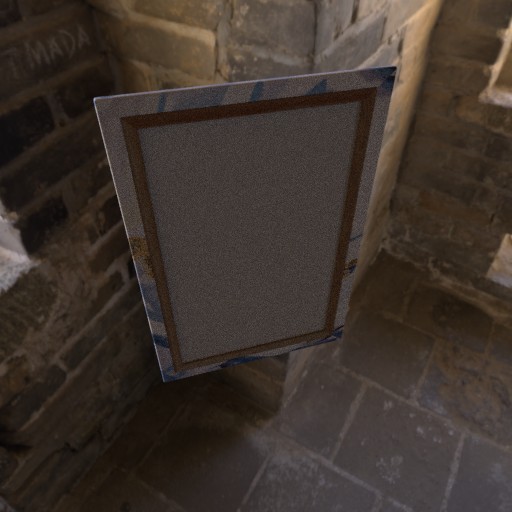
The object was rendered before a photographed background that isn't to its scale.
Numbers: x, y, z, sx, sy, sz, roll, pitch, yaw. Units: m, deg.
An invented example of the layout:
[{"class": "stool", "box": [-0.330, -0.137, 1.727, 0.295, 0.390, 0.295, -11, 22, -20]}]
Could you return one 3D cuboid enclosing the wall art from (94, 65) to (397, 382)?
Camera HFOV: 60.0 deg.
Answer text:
[{"class": "wall art", "box": [0.000, 0.000, 1.166, 0.610, 0.914, 0.016, -11, 43, -12]}]
